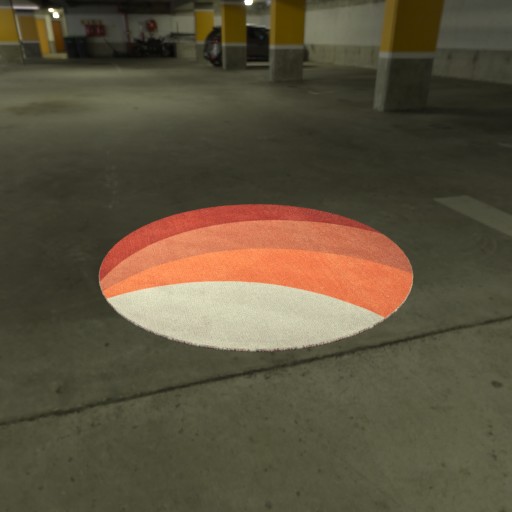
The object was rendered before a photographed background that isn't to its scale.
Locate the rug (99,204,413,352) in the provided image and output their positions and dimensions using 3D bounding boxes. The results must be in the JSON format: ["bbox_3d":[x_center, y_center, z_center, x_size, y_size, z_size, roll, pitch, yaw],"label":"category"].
[{"bbox_3d":[0.000,0.000,2.240,1.514,0.015,1.514,0,26,0],"label":"rug"}]
